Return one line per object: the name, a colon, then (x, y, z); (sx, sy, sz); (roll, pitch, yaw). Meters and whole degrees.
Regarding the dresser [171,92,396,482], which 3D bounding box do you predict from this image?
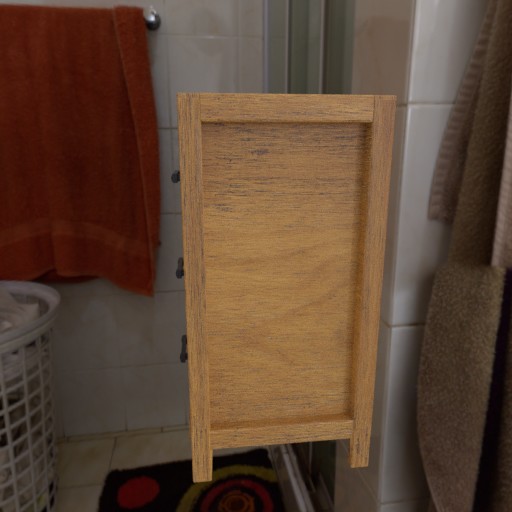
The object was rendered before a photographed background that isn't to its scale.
dresser: (0.000, 0.000, 1.273); (0.427, 0.804, 0.804); (-2, 15, -7)
